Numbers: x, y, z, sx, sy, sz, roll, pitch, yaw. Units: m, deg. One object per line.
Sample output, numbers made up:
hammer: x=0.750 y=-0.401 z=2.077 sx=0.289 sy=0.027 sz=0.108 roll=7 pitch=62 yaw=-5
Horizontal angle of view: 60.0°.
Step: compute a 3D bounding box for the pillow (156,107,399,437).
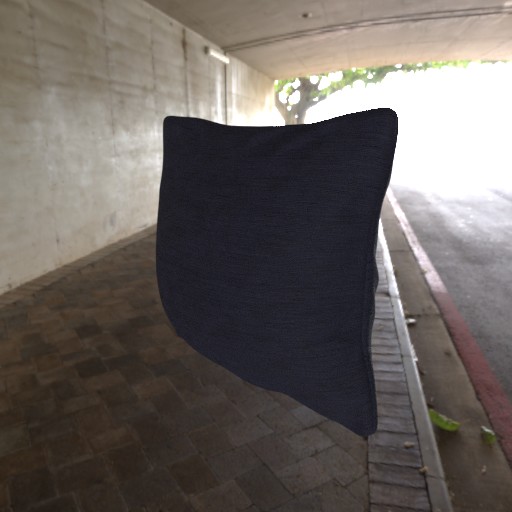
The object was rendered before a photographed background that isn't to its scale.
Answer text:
pillow: x=0.000 y=0.000 z=0.668 sx=0.432 sy=0.414 sz=0.246 roll=15 pitch=22 yaw=43
